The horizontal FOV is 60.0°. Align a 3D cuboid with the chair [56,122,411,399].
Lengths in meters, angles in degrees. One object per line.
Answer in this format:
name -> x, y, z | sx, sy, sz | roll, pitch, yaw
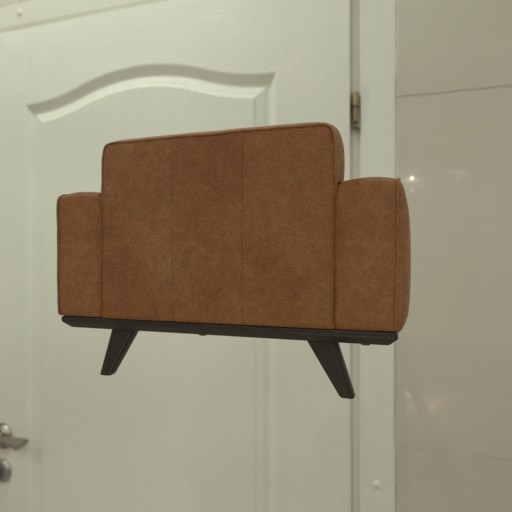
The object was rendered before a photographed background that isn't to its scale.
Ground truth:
chair -> 0.000, 0.000, 1.715 | 1.118, 0.782, 0.952 | 0, 0, 18
